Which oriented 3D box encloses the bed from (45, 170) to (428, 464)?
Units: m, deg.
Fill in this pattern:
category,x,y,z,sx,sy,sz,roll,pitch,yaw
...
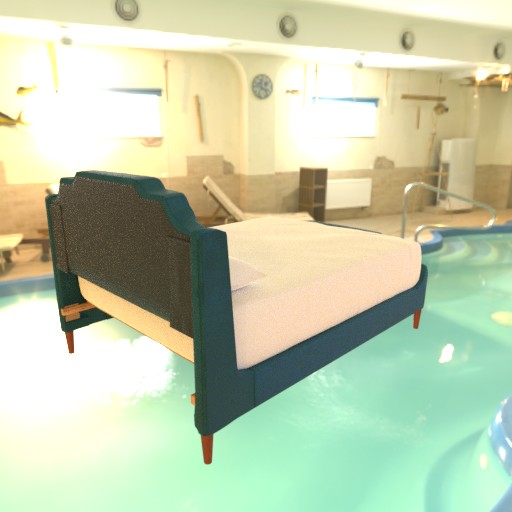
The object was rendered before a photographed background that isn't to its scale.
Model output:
category,x,y,z,sx,sy,sz,roll,pitch,yaw
bed,0.000,0.000,3.280,2.322,1.338,1.678,-15,21,-43
